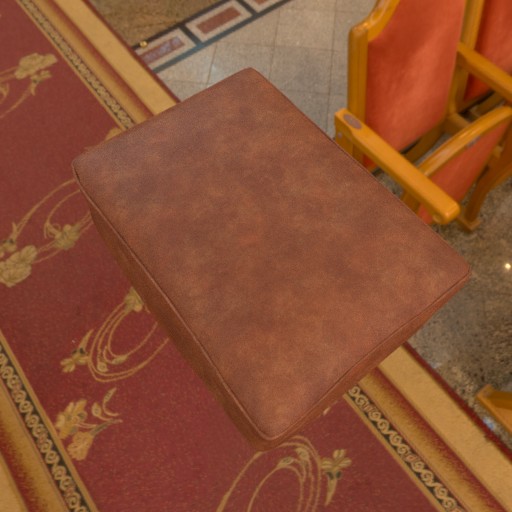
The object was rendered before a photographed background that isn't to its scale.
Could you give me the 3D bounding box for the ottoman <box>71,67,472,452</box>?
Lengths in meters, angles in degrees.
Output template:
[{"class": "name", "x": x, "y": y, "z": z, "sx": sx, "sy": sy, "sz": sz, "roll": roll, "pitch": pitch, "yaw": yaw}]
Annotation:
[{"class": "ottoman", "x": 0.000, "y": 0.000, "z": 0.968, "sx": 0.501, "sy": 0.418, "sz": 0.665, "roll": -34, "pitch": 68, "yaw": -16}]
